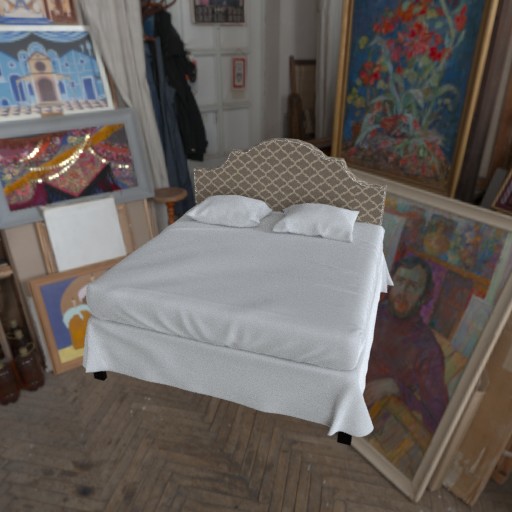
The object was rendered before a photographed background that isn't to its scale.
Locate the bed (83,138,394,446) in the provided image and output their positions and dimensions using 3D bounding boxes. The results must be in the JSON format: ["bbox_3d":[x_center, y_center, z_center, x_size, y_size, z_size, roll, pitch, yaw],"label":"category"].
[{"bbox_3d":[0.000,0.000,3.763,2.314,1.601,2.222,9,28,17],"label":"bed"}]
